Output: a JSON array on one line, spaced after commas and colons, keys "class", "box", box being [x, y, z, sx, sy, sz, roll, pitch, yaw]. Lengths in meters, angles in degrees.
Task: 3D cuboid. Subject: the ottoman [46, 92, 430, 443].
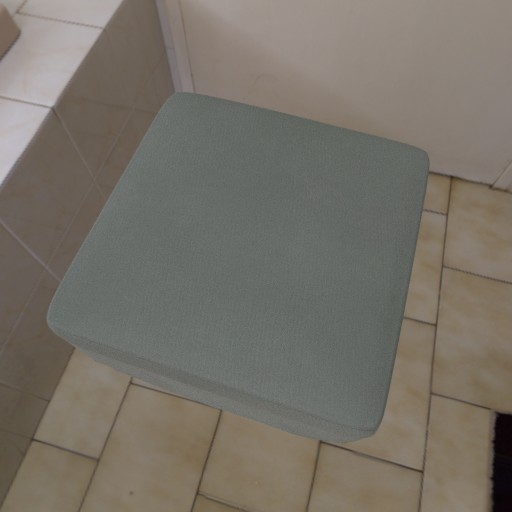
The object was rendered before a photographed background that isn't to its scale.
[{"class": "ottoman", "box": [0.000, 0.000, 1.324, 0.842, 0.441, 0.843, 16, 64, 8]}]
